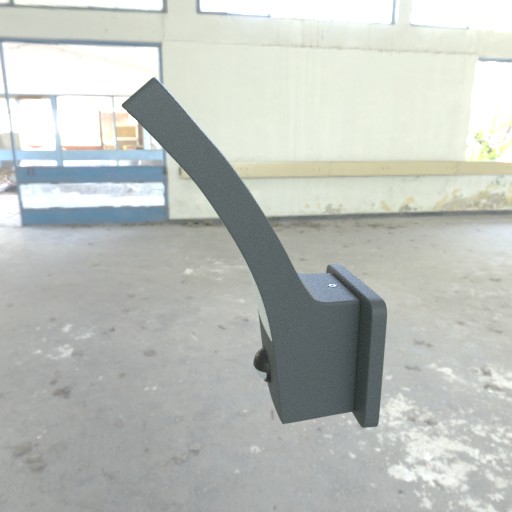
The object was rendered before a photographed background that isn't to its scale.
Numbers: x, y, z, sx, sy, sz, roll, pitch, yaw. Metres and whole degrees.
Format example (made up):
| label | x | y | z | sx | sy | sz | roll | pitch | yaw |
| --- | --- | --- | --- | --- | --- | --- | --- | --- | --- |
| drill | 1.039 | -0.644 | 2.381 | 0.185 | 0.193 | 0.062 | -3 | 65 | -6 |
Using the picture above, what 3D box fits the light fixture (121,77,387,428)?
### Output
| label | x | y | z | sx | sy | sz | roll | pitch | yaw |
| --- | --- | --- | --- | --- | --- | --- | --- | --- | --- |
| light fixture | 0.000 | 0.000 | 0.334 | 0.174 | 0.243 | 0.108 | -2 | 15 | -8 |
